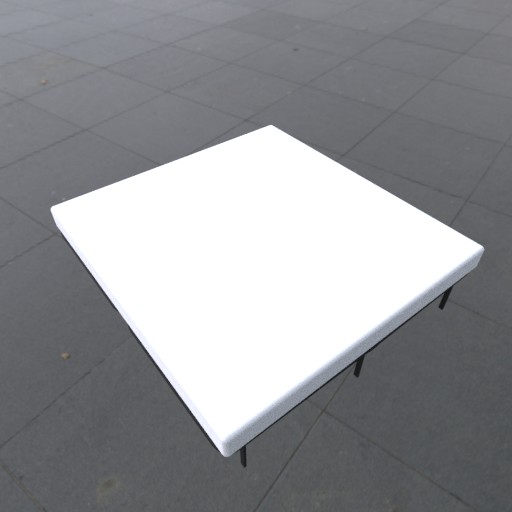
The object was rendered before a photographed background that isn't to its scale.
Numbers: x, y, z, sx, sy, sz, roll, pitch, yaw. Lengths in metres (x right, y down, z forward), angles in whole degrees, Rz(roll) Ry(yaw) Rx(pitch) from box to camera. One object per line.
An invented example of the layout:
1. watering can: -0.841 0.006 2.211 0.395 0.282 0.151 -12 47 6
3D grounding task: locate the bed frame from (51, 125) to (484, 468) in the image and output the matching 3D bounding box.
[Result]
1. bed frame: 0.000 0.000 2.989 1.935 0.525 2.033 -28 50 -27
